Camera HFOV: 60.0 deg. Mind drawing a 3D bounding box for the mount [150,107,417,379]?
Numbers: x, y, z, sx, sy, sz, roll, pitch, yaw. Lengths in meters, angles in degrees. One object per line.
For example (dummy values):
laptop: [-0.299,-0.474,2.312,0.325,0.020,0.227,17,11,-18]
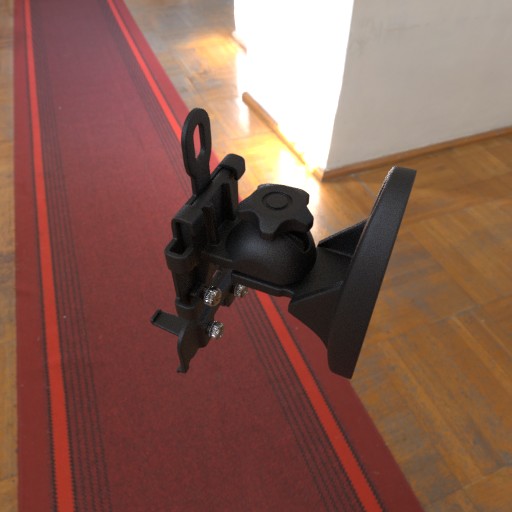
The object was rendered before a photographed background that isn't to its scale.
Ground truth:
mount: [0.000,0.000,0.180,0.100,0.118,0.066,17,49,16]
